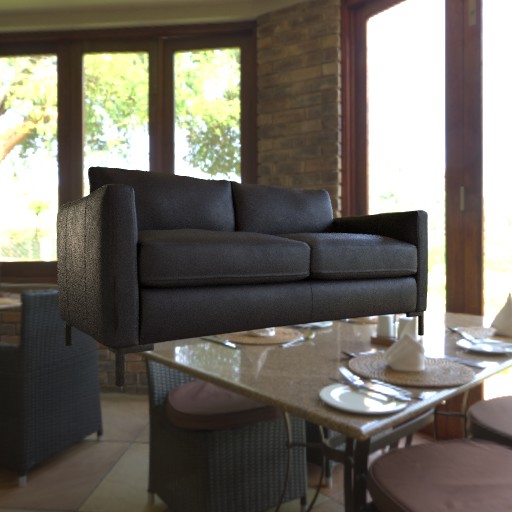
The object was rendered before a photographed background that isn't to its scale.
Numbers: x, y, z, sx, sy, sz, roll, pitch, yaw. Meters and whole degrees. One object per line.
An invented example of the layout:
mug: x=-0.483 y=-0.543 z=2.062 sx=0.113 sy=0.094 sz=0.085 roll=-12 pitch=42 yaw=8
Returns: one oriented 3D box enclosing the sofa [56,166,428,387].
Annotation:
sofa: x=0.000 y=0.000 z=2.306 sx=1.805 sy=0.883 sz=0.947 roll=0 pitch=0 yaw=-36
